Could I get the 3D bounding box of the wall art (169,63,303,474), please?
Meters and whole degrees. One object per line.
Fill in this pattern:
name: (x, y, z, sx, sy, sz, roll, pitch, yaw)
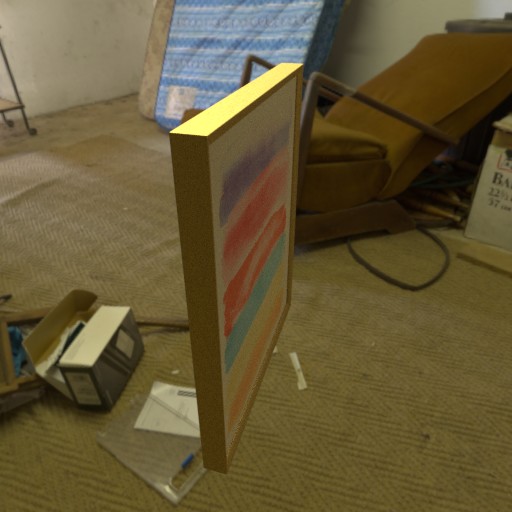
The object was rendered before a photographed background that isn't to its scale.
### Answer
wall art: (0.000, 0.000, 0.889, 0.048, 0.642, 0.537, 9, 33, 14)
